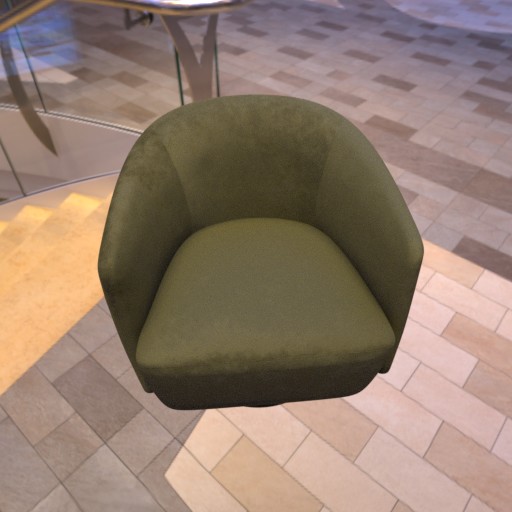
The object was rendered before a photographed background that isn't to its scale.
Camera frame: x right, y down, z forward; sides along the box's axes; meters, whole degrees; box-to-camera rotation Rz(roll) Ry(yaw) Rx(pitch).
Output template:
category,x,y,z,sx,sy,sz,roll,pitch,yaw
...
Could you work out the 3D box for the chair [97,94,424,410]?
category,x,y,z,sx,sy,sz,roll,pitch,yaw
chair,0.000,0.000,1.350,0.773,0.698,0.767,-4,45,-4
